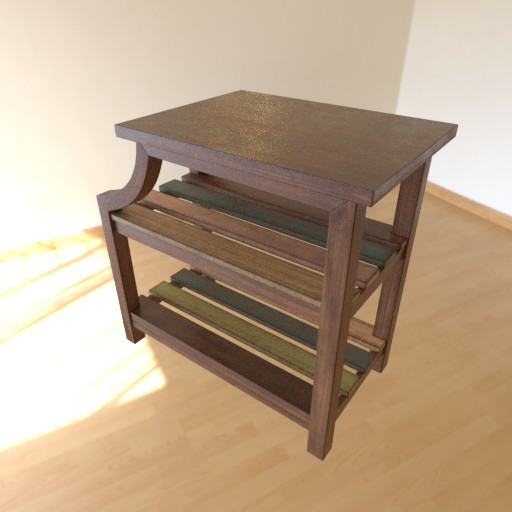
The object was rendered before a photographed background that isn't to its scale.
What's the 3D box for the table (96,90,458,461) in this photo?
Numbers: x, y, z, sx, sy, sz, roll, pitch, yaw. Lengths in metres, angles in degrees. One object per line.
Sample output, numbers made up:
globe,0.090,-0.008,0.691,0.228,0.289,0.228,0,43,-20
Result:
table,0.000,0.000,0.953,0.609,0.584,0.356,21,38,30
